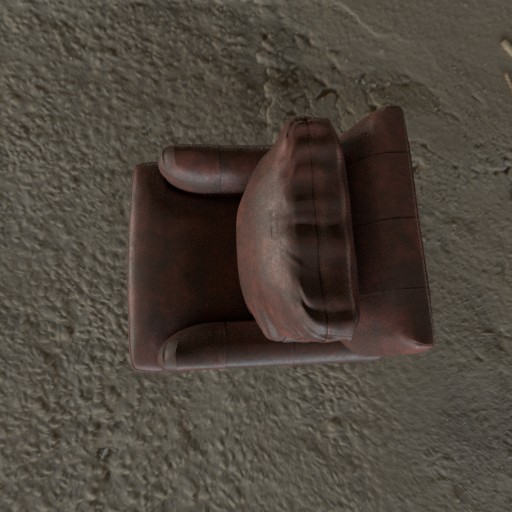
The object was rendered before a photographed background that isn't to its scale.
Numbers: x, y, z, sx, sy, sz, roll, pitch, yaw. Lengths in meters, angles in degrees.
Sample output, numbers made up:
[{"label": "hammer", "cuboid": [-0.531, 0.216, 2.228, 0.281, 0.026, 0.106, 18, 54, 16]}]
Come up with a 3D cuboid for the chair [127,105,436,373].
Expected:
[{"label": "chair", "cuboid": [0.000, 0.000, 1.986, 1.156, 1.051, 0.987, -3, 77, -1]}]
